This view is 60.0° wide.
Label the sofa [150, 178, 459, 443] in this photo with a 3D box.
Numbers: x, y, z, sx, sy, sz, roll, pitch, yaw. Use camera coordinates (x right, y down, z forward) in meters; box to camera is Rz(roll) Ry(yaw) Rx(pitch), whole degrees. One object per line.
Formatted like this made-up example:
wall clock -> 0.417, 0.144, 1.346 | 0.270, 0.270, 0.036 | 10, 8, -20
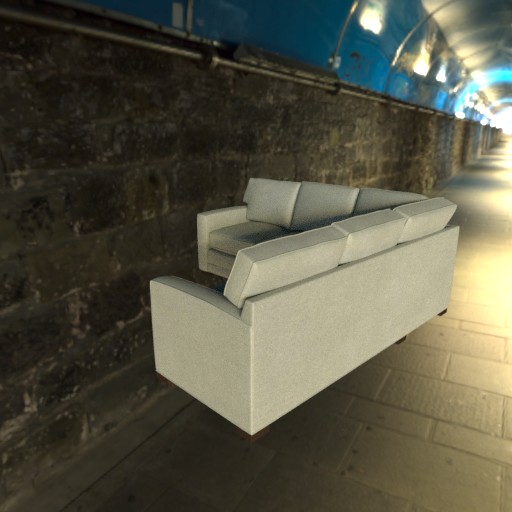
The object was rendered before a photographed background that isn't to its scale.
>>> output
sofa -> 0.000, 0.000, 3.393 | 2.188, 0.936, 2.211 | 15, 22, 42
